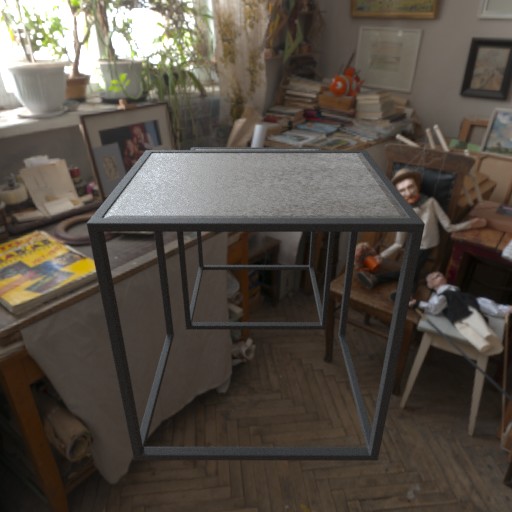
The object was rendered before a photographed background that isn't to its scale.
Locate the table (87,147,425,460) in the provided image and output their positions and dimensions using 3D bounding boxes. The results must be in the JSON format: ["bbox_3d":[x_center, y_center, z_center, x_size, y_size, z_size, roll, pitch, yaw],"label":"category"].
[{"bbox_3d":[0.000,0.000,1.140,0.508,0.540,0.788,0,29,0],"label":"table"}]
